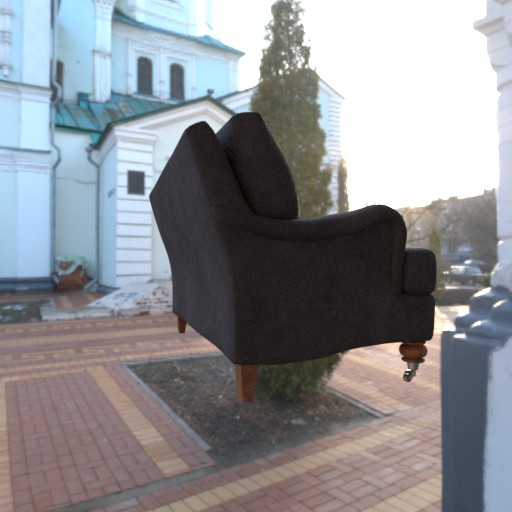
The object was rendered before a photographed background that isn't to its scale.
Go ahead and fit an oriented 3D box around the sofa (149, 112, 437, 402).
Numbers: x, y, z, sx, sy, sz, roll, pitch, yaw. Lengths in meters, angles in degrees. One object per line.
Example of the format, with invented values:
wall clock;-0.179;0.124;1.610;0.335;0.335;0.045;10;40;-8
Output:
sofa;0.000;0.000;2.560;1.084;1.101;1.853;0;-1;-18
